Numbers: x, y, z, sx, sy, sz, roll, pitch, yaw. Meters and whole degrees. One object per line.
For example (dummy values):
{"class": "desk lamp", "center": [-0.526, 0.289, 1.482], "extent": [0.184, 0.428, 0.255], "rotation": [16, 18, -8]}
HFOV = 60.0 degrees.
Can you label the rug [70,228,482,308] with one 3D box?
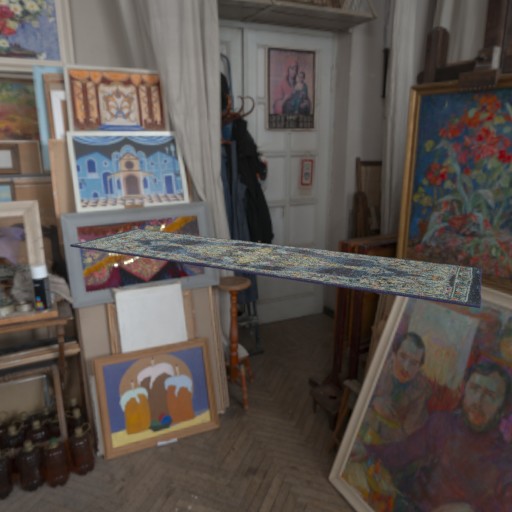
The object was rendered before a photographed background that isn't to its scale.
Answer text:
{"class": "rug", "center": [0.000, 0.000, 2.493], "extent": [2.283, 0.016, 0.602], "rotation": [7, 16, 26]}
